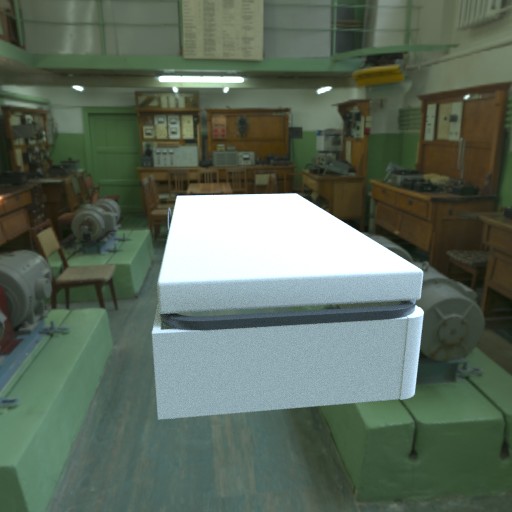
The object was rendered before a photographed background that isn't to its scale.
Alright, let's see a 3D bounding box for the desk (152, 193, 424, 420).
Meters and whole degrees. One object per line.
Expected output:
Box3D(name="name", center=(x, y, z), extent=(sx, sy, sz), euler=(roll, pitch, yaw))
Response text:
Box3D(name="desk", center=(0.000, 0.000, 2.312), extent=(0.900, 0.526, 1.900), euler=(-2, 16, -8))
